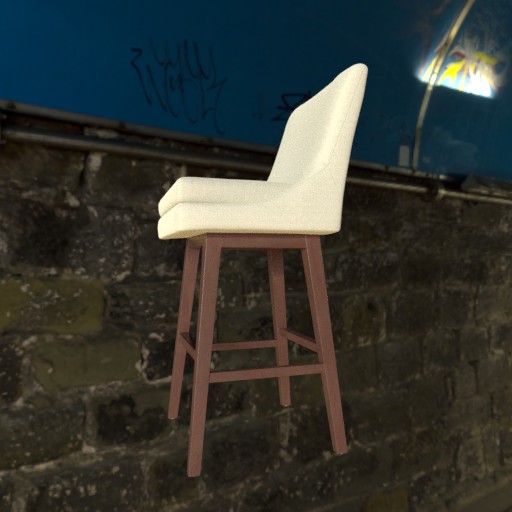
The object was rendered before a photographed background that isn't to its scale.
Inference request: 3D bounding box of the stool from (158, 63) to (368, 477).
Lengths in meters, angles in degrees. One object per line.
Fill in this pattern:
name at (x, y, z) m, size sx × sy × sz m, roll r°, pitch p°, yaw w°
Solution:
stool at (0.000, 0.000, 1.373) m, size 0.559 × 1.093 × 0.483 m, roll 0°, pitch 0°, yaw -18°
